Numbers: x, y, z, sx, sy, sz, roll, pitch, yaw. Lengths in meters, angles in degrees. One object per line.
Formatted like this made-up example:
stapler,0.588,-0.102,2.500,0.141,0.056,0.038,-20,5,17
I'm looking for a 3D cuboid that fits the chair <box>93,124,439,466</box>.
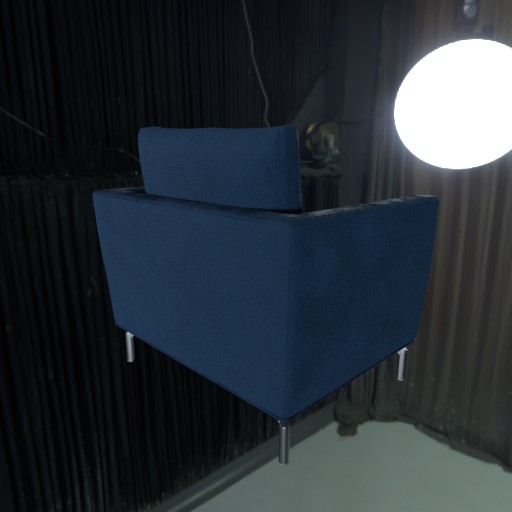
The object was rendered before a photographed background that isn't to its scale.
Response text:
chair,0.000,0.000,1.580,0.746,0.893,0.977,-14,20,-43
